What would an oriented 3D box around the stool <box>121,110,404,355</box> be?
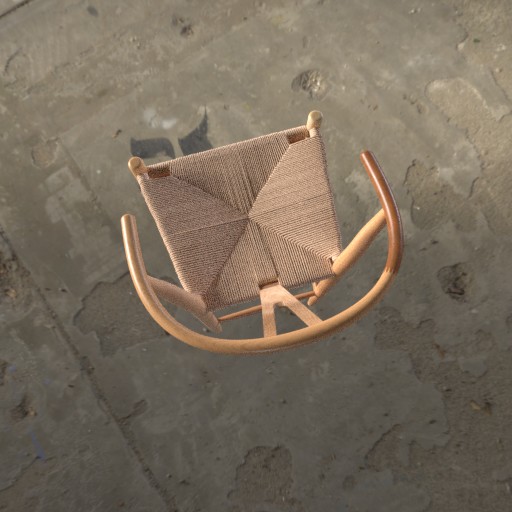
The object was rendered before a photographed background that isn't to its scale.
[{"bbox_3d":[0.000,0.000,1.267,0.536,0.923,0.575,-16,76,-4],"label":"stool"}]
